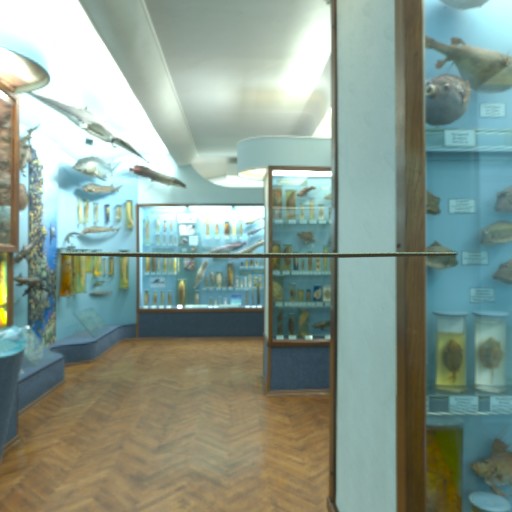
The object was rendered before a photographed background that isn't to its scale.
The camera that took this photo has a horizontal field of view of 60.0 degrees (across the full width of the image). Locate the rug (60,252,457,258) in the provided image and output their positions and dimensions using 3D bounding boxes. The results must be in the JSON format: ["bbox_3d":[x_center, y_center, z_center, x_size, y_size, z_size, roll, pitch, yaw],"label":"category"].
[{"bbox_3d":[0.000,0.000,2.918,1.606,0.017,2.270,0,0,-1],"label":"rug"}]
